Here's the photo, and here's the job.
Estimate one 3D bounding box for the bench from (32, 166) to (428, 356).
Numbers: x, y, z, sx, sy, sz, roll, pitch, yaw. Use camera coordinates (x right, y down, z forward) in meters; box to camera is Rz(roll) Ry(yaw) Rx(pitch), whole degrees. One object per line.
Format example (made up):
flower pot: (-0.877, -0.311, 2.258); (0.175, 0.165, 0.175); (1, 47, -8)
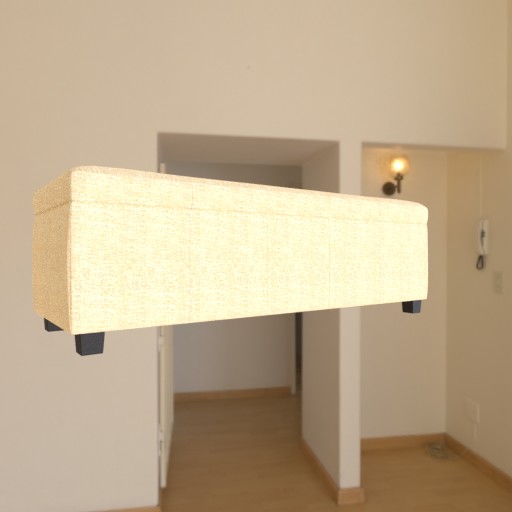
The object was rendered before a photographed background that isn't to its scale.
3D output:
bench: (0.000, 0.000, 1.404); (1.219, 0.406, 0.432); (0, 0, -35)
